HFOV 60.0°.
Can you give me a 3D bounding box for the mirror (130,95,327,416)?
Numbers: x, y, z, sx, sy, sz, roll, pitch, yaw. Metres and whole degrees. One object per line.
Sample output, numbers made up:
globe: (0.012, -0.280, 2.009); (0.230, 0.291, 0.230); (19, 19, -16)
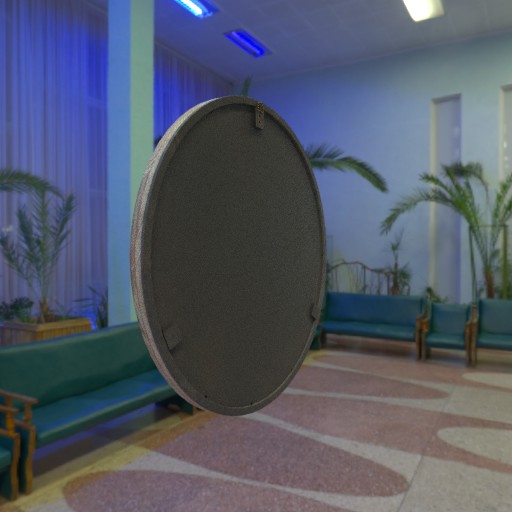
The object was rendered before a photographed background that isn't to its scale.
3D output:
mirror: (0.000, 0.000, 1.034); (0.038, 0.710, 0.710); (0, 1, 34)
